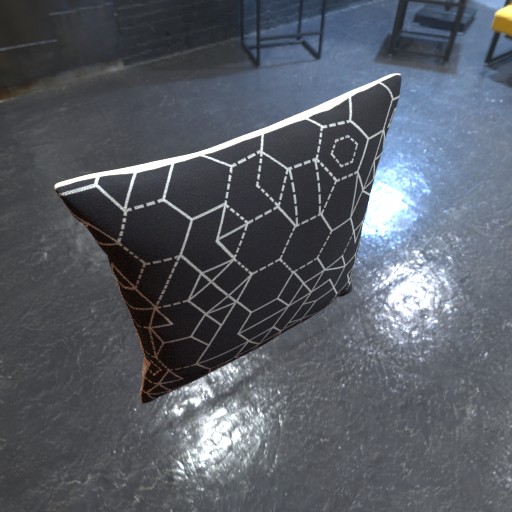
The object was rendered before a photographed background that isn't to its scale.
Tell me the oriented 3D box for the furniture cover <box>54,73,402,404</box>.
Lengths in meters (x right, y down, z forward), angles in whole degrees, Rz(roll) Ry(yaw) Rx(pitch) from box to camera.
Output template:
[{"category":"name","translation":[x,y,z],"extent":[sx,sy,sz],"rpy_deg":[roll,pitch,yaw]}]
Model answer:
[{"category":"furniture cover","translation":[0.000,0.000,0.751],"extent":[0.517,0.508,0.158],"rpy_deg":[-25,51,-22]}]
